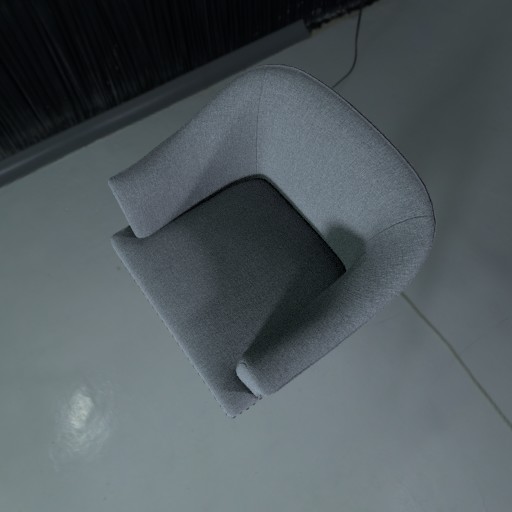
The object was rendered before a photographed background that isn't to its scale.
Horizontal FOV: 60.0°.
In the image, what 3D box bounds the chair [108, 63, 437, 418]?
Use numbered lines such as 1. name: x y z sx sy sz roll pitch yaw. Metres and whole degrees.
1. chair: 0.000 0.000 1.419 0.704 0.815 0.798 -34 69 -15
